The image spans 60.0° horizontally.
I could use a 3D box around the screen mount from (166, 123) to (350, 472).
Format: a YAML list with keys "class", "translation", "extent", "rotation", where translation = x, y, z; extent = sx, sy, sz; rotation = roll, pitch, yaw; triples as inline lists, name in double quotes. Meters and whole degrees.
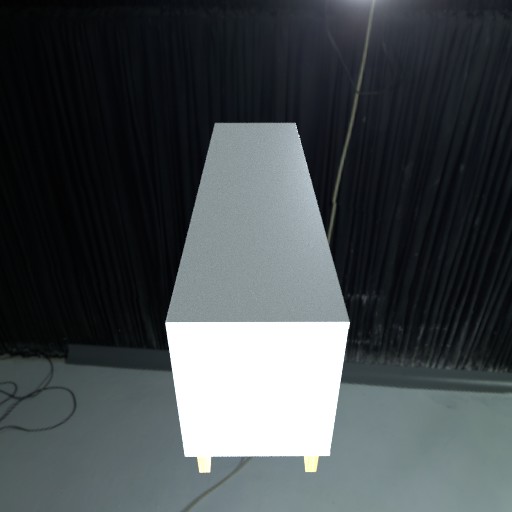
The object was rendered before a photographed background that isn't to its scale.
- class: "screen mount"
  translation: [0.000, 0.000, 1.756]
  extent: [0.400, 0.619, 1.490]
  rotation: [0, 33, 0]
